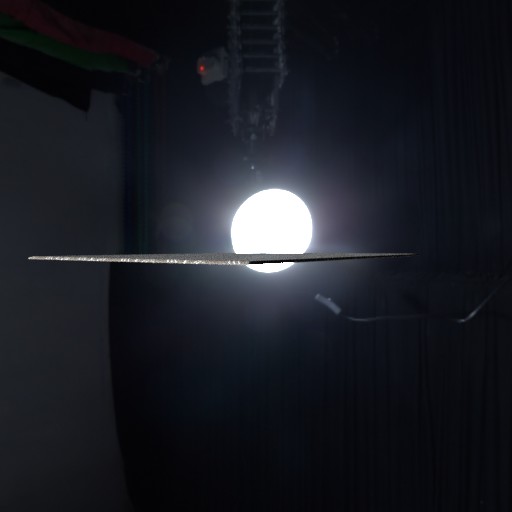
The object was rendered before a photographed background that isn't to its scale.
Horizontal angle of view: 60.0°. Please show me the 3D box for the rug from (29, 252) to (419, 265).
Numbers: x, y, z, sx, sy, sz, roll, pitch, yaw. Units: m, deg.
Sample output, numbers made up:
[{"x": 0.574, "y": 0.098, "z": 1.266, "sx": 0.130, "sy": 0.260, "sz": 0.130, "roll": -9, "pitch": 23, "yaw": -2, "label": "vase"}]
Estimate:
[{"x": 0.000, "y": 0.000, "z": 2.401, "sx": 1.239, "sy": 0.012, "sz": 1.836, "roll": 1, "pitch": 1, "yaw": 35, "label": "rug"}]
